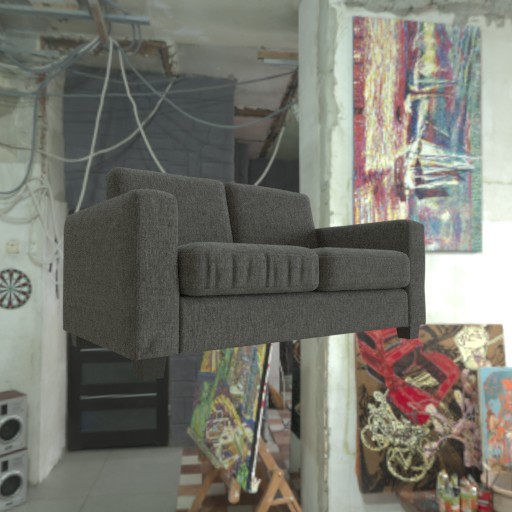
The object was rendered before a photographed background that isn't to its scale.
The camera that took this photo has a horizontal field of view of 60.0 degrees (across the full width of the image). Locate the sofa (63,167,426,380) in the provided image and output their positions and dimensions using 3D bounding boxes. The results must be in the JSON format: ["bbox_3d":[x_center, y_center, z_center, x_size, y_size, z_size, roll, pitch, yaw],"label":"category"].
[{"bbox_3d":[0.000,0.000,2.075,1.520,0.800,0.900,1,-2,-37],"label":"sofa"}]
